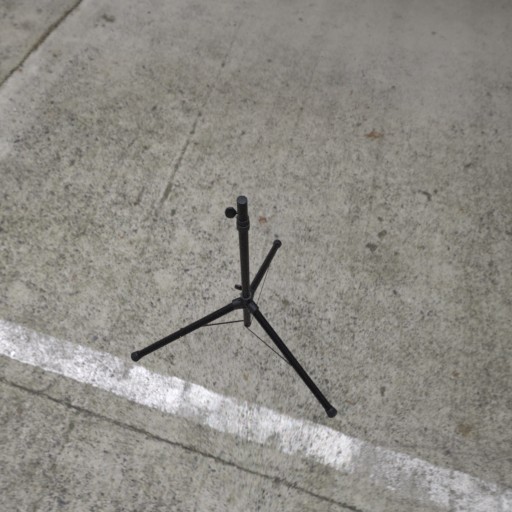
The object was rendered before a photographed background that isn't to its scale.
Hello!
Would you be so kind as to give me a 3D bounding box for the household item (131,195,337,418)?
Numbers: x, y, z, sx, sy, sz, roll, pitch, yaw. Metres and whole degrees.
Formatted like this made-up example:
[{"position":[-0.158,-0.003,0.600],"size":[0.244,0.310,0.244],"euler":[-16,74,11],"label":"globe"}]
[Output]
[{"position":[0.000,0.000,1.896],"size":[1.045,1.136,0.907],"euler":[15,60,9],"label":"household item"}]
